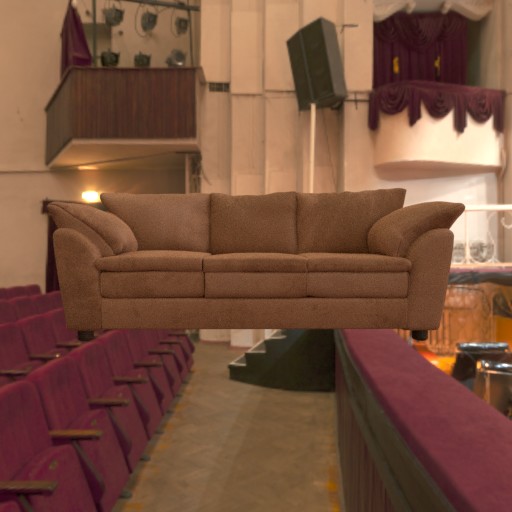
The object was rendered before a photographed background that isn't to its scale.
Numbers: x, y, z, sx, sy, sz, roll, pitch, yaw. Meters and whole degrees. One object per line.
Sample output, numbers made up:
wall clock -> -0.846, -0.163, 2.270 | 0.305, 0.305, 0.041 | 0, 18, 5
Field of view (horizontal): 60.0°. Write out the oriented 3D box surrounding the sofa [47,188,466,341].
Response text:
sofa -> 0.000, 0.000, 2.891 | 2.377, 0.981, 0.893 | 0, -1, -1
